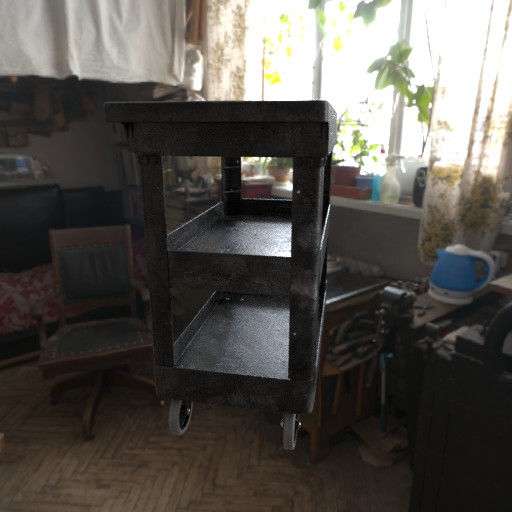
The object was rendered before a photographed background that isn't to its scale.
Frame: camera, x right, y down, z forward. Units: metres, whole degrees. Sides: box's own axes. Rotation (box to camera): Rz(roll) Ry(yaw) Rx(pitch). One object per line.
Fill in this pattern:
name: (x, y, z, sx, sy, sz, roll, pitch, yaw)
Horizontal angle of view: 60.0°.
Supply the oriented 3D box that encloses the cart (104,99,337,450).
cart: (0.000, 0.000, 1.308, 0.420, 0.824, 0.877, 3, 17, 11)
